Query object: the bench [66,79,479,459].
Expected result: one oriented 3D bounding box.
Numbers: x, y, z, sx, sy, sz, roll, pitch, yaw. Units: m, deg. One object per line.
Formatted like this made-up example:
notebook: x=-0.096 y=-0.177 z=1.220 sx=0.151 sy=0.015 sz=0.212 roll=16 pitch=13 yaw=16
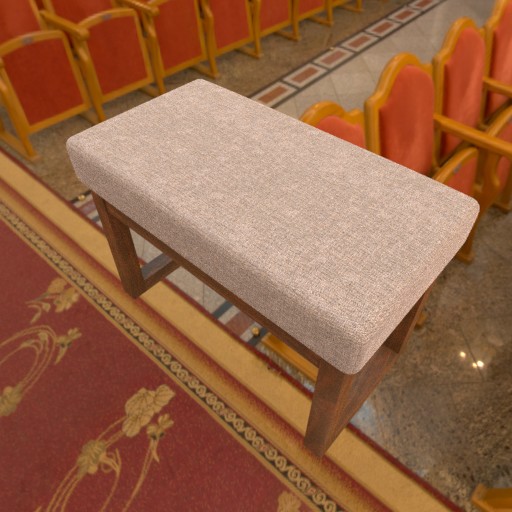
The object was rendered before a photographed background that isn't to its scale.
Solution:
bench: x=0.000 y=0.000 z=0.947 sx=0.681 sy=0.467 sz=0.366 roll=33 pitch=55 yaw=27
